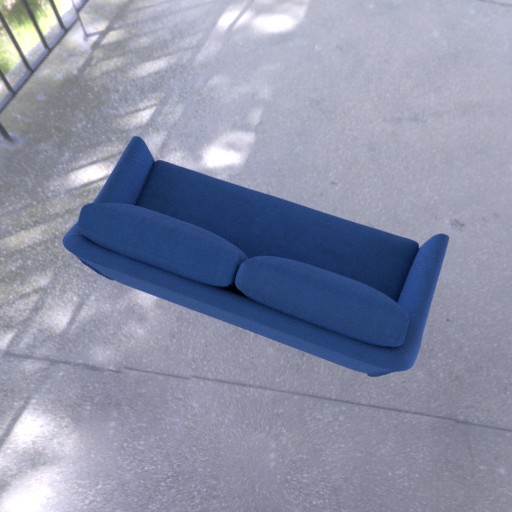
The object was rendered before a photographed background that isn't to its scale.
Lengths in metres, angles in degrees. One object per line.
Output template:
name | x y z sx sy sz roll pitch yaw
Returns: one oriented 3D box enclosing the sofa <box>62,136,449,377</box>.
sofa | 0.000 0.000 2.629 2.036 0.903 0.960 19 65 9
